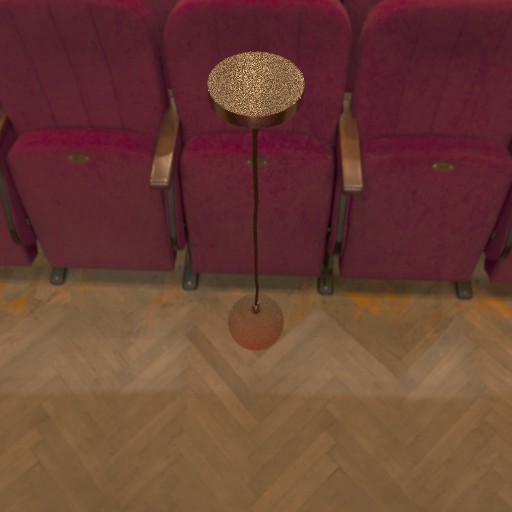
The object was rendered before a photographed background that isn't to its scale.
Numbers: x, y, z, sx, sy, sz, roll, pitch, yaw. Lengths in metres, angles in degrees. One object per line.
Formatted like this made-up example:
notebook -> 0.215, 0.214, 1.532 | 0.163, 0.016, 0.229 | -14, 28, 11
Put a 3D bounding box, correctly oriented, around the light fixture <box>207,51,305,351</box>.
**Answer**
light fixture -> 0.000, 0.000, 0.827 | 0.139, 0.764, 0.139 | 2, 59, 1
